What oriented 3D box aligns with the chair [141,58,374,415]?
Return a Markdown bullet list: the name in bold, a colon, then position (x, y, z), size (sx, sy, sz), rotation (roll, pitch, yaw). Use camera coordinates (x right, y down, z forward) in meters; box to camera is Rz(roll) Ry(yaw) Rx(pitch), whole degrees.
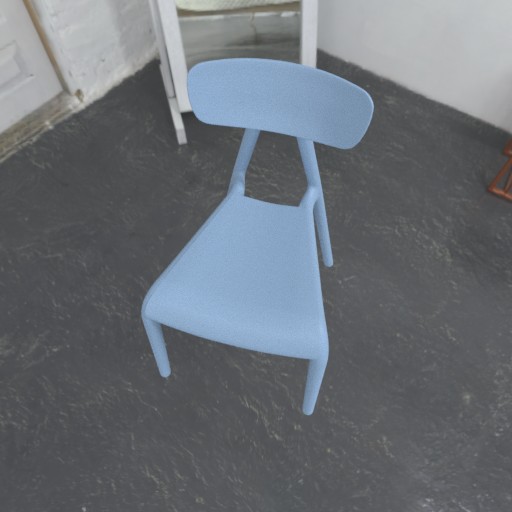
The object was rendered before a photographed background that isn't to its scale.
- **chair**: position (0.000, 0.000, 0.840), size (0.356, 0.580, 0.401), rotation (13, 61, 7)
